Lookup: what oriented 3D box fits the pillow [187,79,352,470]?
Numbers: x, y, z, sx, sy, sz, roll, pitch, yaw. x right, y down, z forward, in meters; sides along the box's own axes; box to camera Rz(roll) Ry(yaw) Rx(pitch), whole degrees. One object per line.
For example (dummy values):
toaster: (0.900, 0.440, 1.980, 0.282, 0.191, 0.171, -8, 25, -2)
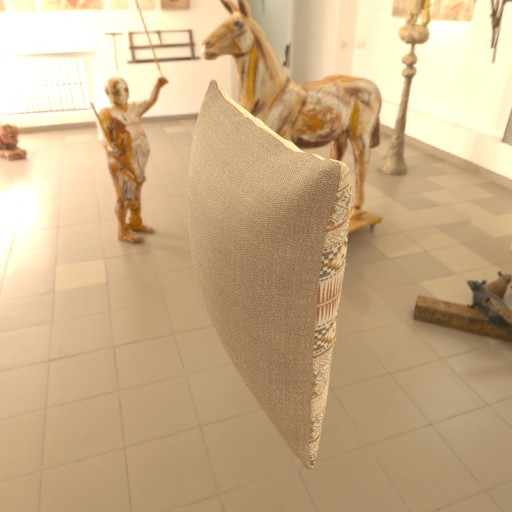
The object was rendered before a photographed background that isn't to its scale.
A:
pillow: (0.000, 0.000, 0.791, 0.215, 0.519, 0.521, -10, 32, -17)
